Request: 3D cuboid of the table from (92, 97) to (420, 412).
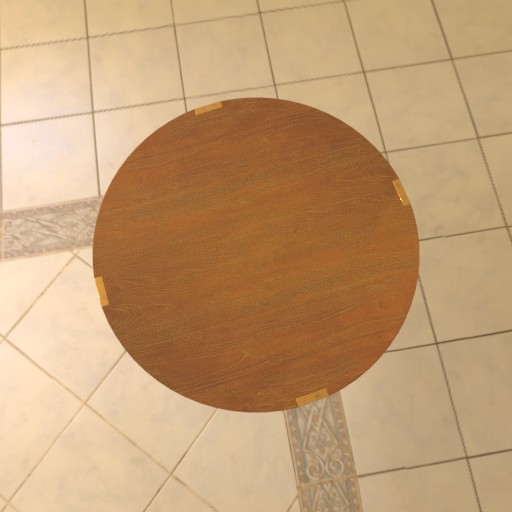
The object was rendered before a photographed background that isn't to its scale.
[{"bbox_3d":[0.000,0.000,1.704,1.100,0.420,1.100,0,75,0],"label":"table"}]
